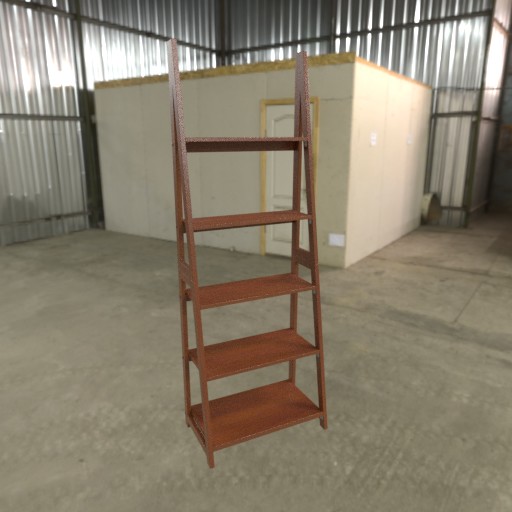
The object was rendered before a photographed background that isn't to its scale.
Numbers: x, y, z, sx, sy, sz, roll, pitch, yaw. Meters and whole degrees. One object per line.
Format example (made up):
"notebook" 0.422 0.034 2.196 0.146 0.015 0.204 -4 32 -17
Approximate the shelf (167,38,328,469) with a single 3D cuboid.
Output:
"shelf" 0.000 0.000 2.001 0.630 1.780 0.356 -7 17 -25
